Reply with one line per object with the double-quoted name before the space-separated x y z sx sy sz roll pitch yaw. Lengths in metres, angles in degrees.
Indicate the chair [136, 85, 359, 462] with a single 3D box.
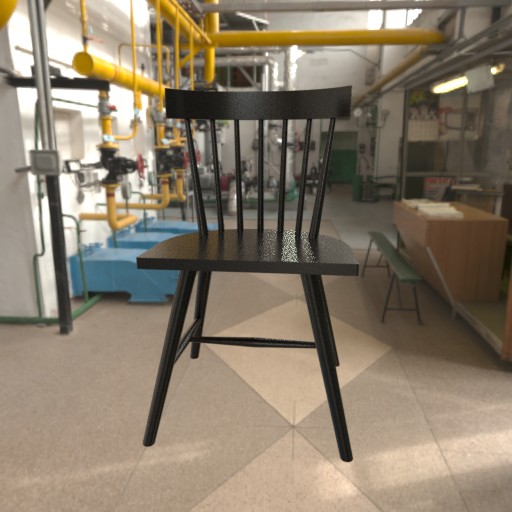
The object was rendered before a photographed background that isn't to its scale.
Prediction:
"chair" 0.000 0.000 1.172 0.506 0.844 0.483 2 14 6
